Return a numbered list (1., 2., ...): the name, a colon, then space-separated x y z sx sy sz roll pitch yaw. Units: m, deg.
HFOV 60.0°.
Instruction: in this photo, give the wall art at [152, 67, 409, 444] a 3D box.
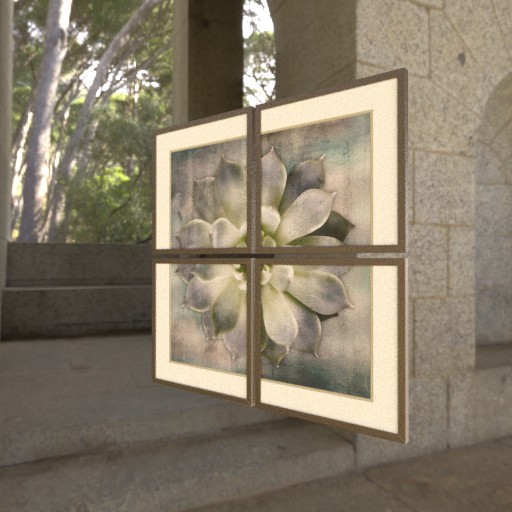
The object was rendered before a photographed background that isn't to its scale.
1. wall art: 0.000 0.000 1.527 1.032 1.032 0.030 0 -1 36
